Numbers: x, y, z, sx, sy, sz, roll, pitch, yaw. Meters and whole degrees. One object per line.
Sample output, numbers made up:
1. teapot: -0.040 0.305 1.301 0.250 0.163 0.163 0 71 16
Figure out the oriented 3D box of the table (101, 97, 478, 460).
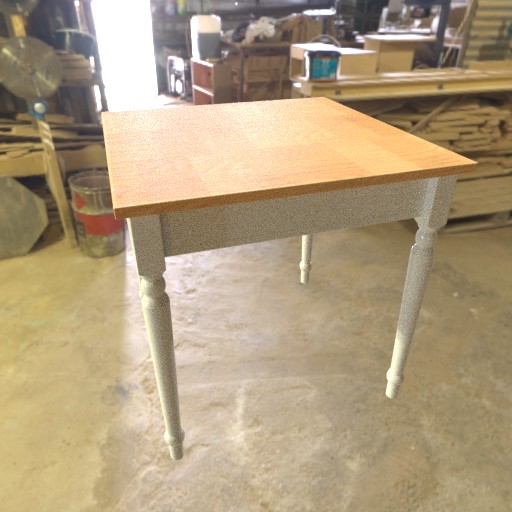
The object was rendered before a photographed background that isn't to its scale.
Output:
1. table: 0.000 0.000 1.331 0.747 0.738 0.747 -10 32 -16
